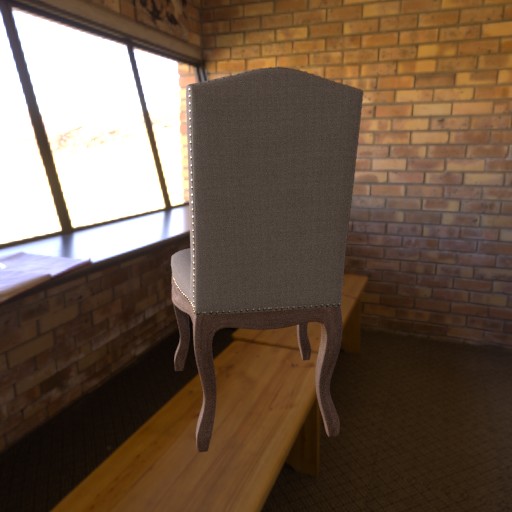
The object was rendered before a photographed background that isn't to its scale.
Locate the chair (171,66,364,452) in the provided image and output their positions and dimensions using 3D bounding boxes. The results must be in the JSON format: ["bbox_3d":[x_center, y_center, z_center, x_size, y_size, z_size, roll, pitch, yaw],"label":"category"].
[{"bbox_3d":[0.000,0.000,1.626,0.637,1.191,0.731,-2,14,-10],"label":"chair"}]
